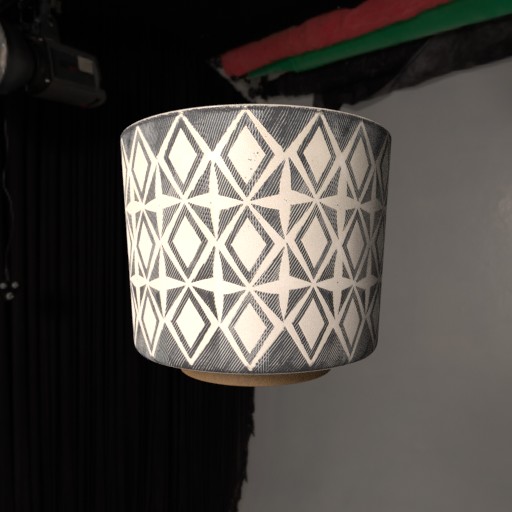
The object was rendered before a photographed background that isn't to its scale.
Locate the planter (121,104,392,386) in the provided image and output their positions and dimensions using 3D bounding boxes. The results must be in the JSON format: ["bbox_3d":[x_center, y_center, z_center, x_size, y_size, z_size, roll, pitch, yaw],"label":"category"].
[{"bbox_3d":[0.000,0.000,0.446,0.260,0.220,0.260,0,0,0],"label":"planter"}]
